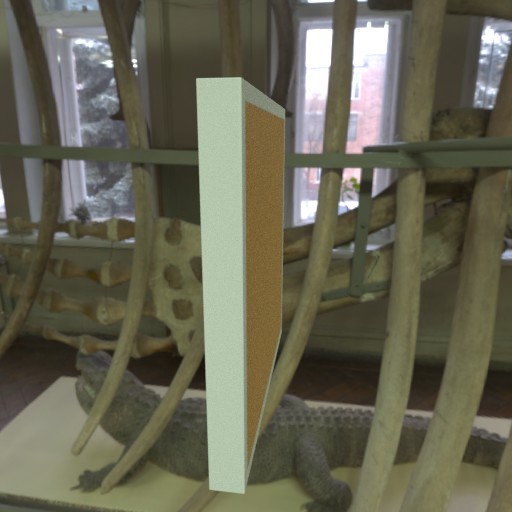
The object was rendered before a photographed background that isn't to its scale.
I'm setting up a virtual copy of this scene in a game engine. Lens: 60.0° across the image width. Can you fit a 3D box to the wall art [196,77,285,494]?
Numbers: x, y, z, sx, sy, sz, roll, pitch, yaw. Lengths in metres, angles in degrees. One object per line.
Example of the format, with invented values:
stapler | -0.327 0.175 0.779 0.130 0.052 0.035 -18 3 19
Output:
wall art | 0.000 0.000 0.607 0.038 0.406 0.406 2 15 8
